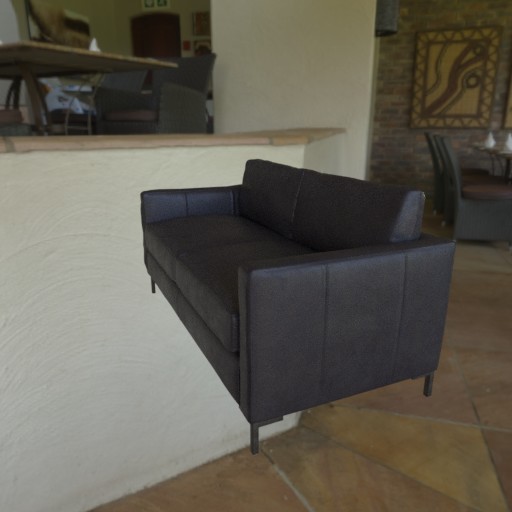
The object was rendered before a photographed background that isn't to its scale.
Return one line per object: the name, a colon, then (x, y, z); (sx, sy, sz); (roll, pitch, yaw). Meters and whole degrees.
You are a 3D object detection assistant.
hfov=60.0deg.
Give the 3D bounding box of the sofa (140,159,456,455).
sofa: (0.000, 0.000, 2.320); (0.947, 0.883, 1.805); (-8, 19, -25)
